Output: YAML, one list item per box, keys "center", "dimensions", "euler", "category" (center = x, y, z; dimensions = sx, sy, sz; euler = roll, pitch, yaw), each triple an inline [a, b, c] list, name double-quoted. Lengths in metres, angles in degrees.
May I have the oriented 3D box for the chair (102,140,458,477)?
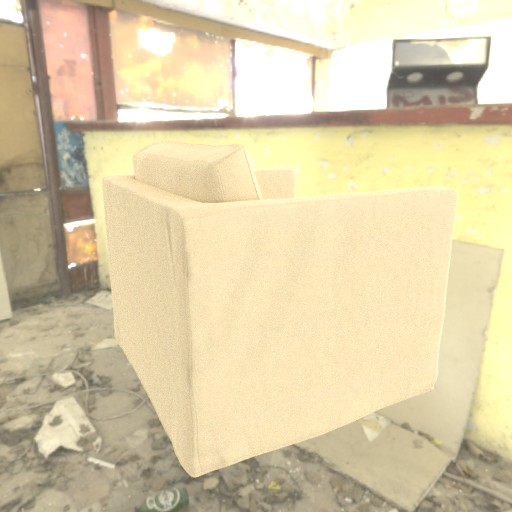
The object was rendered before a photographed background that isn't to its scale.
- center: [0.000, 0.000, 1.692]
  dimensions: [0.947, 0.851, 1.057]
  euler: [-8, 17, -27]
  category: "chair"
